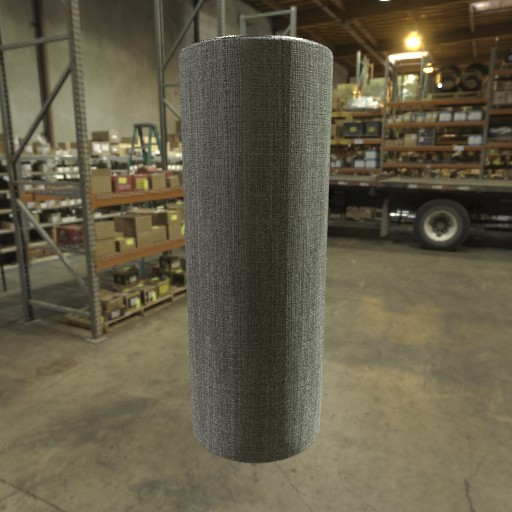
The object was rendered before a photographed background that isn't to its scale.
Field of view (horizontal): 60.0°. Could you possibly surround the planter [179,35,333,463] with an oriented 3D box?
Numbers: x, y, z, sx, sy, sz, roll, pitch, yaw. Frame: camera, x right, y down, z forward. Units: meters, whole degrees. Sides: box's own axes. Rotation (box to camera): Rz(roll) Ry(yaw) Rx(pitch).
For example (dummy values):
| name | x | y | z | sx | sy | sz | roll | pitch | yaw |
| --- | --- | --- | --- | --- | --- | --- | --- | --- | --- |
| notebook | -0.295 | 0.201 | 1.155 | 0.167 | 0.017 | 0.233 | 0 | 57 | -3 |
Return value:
| name | x | y | z | sx | sy | sz | roll | pitch | yaw |
| --- | --- | --- | --- | --- | --- | --- | --- | --- | --- |
| planter | 0.000 | 0.000 | 0.319 | 0.100 | 0.270 | 0.100 | 6 | 14 | 26 |
